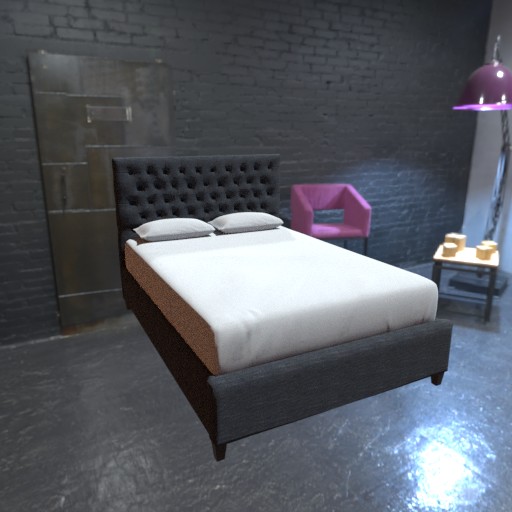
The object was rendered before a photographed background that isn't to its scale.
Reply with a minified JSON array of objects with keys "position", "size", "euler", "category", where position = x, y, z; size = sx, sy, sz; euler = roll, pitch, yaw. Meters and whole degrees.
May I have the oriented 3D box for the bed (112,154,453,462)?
[{"position":[0.000,0.000,3.445],"size":[1.698,1.427,2.387],"euler":[-8,17,-26],"category":"bed"}]
